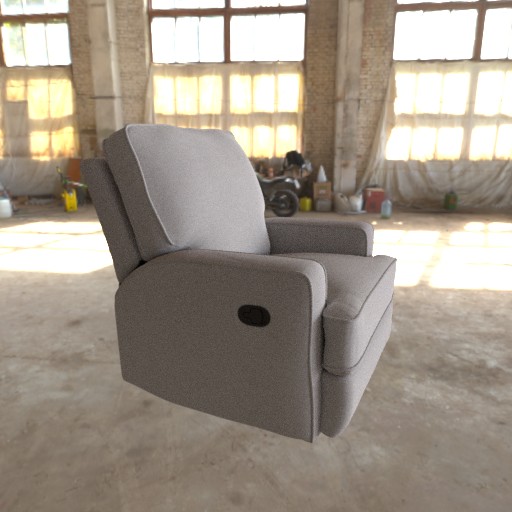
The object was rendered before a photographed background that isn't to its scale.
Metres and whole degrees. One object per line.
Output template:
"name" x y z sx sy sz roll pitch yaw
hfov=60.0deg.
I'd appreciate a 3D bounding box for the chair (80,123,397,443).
"chair" 0.000 0.000 1.690 0.969 0.964 0.861 7 16 25
